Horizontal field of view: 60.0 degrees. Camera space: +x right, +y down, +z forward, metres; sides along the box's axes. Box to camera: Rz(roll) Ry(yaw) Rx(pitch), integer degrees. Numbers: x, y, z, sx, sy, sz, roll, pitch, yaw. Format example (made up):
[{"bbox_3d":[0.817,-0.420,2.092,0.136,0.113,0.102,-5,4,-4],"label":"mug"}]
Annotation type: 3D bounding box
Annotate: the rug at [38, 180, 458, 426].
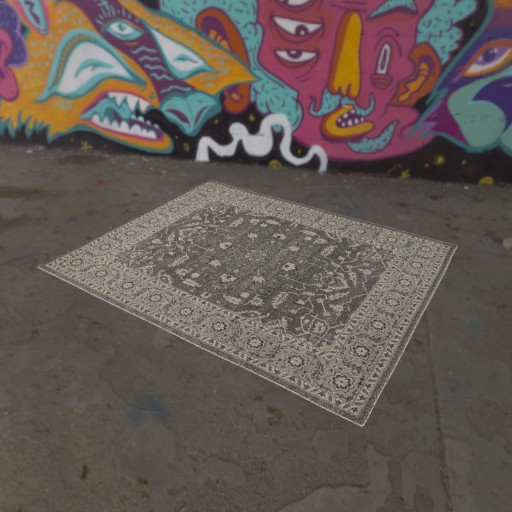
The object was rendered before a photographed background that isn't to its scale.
[{"bbox_3d":[0.000,0.000,4.111,3.069,0.026,2.451,19,36,28],"label":"rug"}]
